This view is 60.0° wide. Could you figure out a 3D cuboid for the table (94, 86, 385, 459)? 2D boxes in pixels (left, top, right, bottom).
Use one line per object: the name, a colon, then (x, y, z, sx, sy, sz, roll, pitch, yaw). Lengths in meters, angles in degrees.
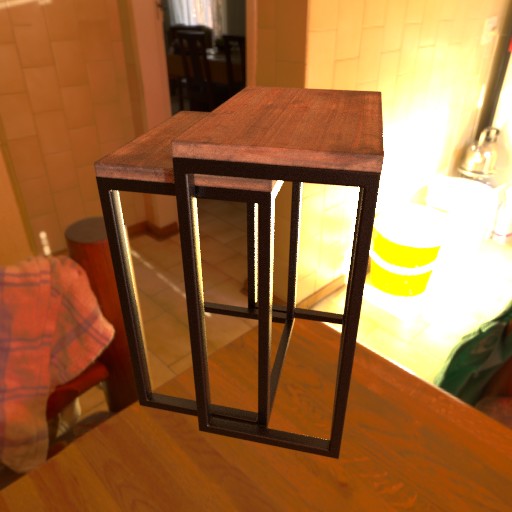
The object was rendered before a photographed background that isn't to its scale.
table: (0.000, 0.000, 0.952, 0.460, 0.615, 0.456, 8, 31, 13)
